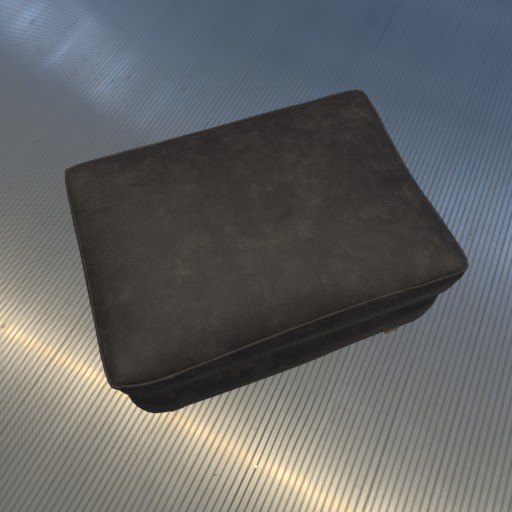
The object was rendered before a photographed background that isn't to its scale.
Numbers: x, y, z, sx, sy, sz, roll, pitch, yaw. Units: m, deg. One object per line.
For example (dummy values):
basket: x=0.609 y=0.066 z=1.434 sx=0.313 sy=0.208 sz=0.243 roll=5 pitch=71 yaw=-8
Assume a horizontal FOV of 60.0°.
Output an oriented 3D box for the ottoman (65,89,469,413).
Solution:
ottoman: x=0.000 y=0.000 z=0.977 sx=0.665 sy=0.413 sz=0.501 roll=-18 pitch=66 yaw=-8
